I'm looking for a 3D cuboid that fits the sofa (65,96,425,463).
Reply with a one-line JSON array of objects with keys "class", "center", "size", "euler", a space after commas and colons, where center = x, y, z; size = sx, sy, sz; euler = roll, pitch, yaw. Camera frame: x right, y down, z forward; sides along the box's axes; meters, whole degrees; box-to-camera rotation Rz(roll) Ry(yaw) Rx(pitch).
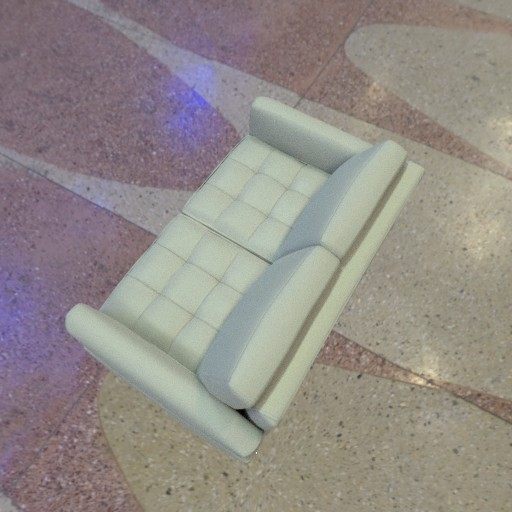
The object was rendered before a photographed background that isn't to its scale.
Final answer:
[{"class": "sofa", "center": [0.000, 0.000, 2.416], "size": [1.121, 0.930, 1.819], "euler": [30, 67, 14]}]
